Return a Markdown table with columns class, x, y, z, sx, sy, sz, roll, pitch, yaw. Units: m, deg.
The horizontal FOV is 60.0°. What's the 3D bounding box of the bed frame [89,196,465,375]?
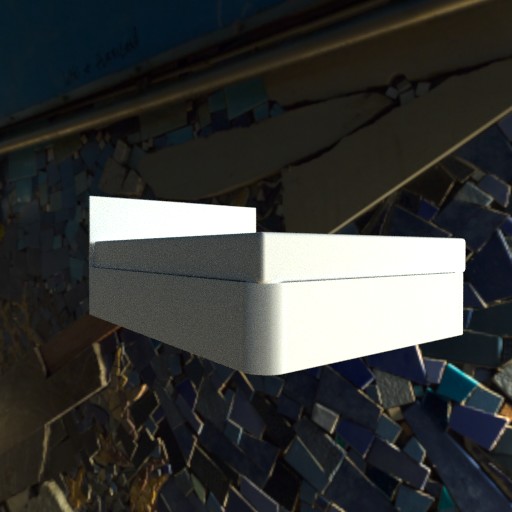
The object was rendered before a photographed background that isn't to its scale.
| class | x | y | z | sx | sy | sz | roll | pitch | yaw |
| --- | --- | --- | --- | --- | --- | --- | --- | --- | --- |
| bed frame | 0.000 | 0.000 | 2.666 | 1.400 | 0.800 | 1.900 | -1 | 1 | -37 |
